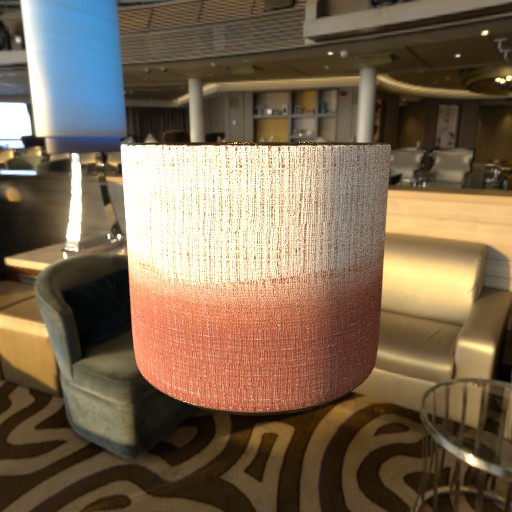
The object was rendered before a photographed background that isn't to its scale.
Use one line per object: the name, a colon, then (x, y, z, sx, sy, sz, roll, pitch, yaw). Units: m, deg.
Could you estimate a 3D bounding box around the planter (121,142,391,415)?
planter: (0.000, 0.000, 0.318, 0.178, 0.157, 0.178, 0, 15, 0)
